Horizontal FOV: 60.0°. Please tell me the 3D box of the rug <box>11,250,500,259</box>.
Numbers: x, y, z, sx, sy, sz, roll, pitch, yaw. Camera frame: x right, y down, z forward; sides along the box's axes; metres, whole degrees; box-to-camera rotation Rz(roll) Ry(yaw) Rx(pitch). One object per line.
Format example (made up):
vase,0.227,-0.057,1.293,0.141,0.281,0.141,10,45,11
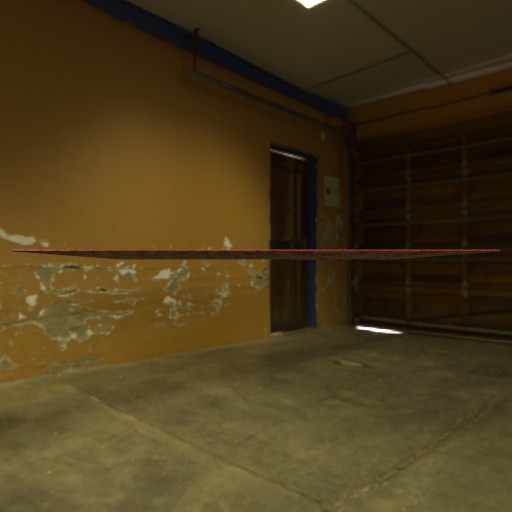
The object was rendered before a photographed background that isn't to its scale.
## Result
rug,0.000,0.000,2.764,2.184,0.007,1.579,0,-2,0
